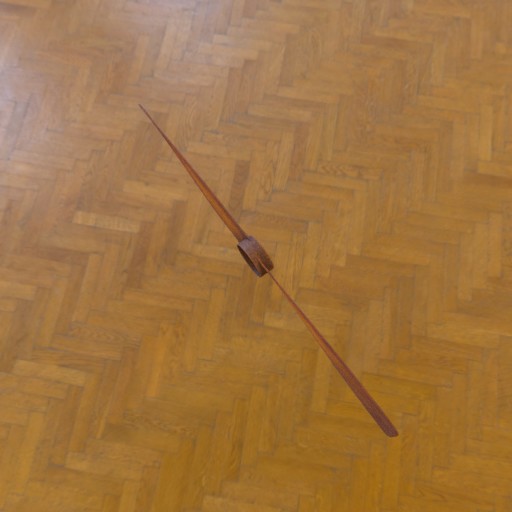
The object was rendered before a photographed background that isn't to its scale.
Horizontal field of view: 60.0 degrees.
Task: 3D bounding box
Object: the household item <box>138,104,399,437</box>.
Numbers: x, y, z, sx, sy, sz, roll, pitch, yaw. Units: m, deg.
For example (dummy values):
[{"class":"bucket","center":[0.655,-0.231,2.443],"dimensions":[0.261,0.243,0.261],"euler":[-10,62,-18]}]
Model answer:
[{"class":"household item","center":[0.000,0.000,1.247],"dimensions":[0.051,0.121,1.181],"euler":[-36,78,-9]}]
